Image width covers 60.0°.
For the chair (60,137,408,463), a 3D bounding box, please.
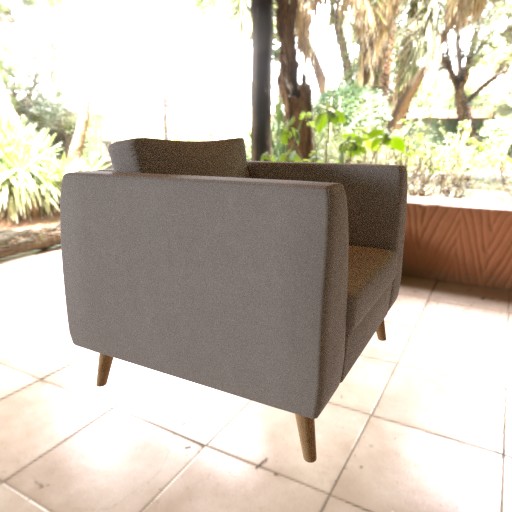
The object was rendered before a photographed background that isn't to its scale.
[{"bbox_3d":[0.000,0.000,1.666,0.930,0.860,1.000,8,17,27],"label":"chair"}]
